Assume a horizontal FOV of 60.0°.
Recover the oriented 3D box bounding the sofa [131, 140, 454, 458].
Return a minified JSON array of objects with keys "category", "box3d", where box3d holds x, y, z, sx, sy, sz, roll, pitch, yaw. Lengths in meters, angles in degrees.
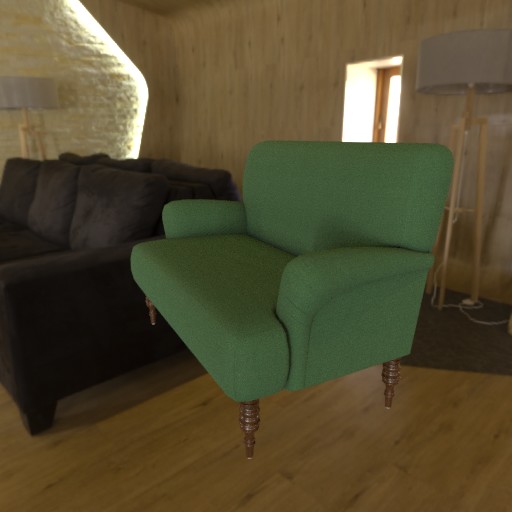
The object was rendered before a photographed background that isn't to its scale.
[{"category":"sofa","box3d":[0.000,0.000,1.783,0.779,0.889,1.297,-8,17,-26]}]
